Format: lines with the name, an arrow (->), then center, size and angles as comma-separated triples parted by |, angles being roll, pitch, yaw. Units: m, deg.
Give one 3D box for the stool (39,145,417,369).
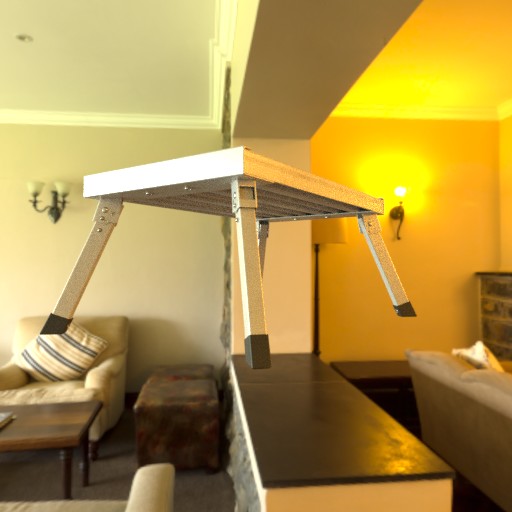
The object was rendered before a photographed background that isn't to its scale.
stool -> 0.000, 0.000, 0.735 | 0.385, 0.225, 0.535 | -1, -2, 35
